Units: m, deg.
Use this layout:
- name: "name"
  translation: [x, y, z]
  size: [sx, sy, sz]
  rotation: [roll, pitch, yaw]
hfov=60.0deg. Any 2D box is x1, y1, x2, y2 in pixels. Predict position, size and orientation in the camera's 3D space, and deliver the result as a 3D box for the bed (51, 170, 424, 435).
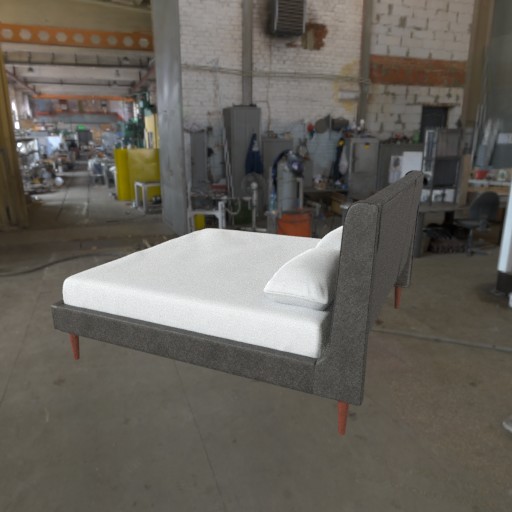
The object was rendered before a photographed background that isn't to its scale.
- name: "bed"
  translation: [0.000, 0.000, 3.197]
  size: [2.031, 1.158, 1.903]
  rotation: [7, 17, 24]
